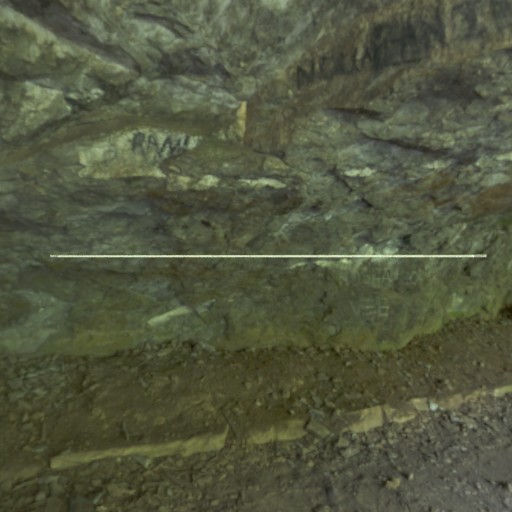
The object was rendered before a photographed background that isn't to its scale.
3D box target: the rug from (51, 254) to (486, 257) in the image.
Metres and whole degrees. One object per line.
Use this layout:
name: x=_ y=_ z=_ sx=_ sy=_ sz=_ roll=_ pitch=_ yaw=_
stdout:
rug: x=0.000 y=0.000 z=2.865 sx=2.544 sy=0.015 sz=0.795 roll=0 pitch=0 yaw=17
